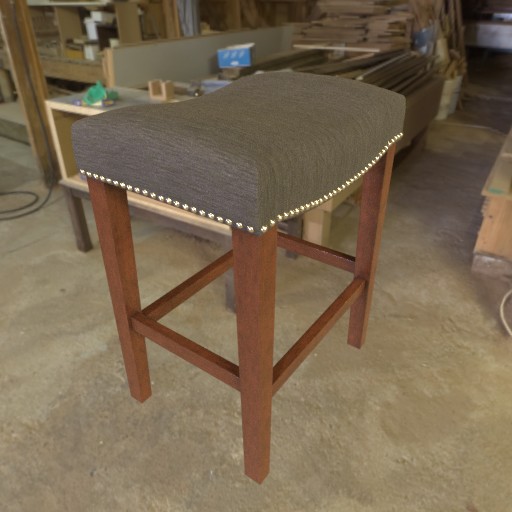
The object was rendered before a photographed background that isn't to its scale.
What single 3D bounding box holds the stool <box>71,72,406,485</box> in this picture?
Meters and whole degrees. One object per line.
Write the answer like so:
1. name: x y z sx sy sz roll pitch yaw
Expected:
1. stool: 0.000 0.000 0.922 0.372 0.654 0.504 21 37 30
